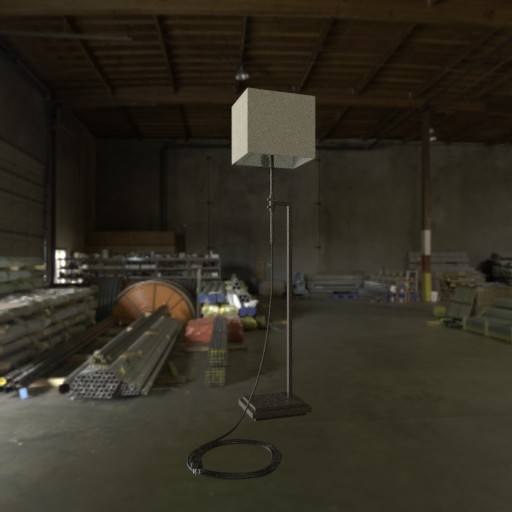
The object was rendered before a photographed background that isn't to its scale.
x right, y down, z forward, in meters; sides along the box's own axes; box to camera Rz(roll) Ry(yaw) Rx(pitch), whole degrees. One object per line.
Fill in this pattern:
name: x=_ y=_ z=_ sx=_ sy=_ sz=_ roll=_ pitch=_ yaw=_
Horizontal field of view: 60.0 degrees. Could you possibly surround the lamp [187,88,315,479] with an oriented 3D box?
lamp: x=0.000 y=0.000 z=1.998 sx=0.698 sy=1.600 sz=0.774 roll=0 pitch=0 yaw=-18
